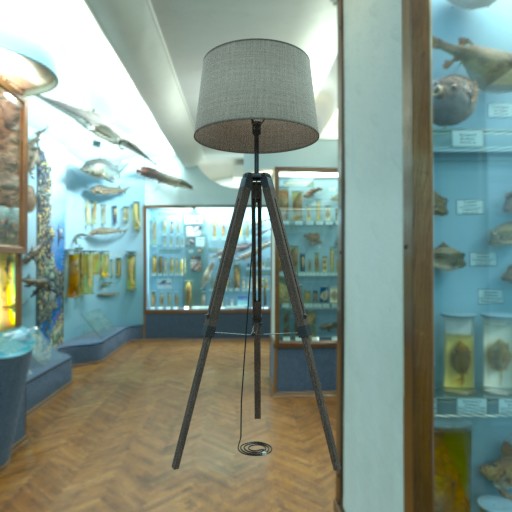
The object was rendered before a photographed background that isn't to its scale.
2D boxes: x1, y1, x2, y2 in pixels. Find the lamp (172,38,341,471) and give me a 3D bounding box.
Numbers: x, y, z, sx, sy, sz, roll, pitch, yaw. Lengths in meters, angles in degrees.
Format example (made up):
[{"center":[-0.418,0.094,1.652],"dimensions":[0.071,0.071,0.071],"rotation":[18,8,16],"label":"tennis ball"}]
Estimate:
[{"center":[0.000,0.000,1.794],"dimensions":[0.604,1.510,0.587],"rotation":[0,-1,0],"label":"lamp"}]
